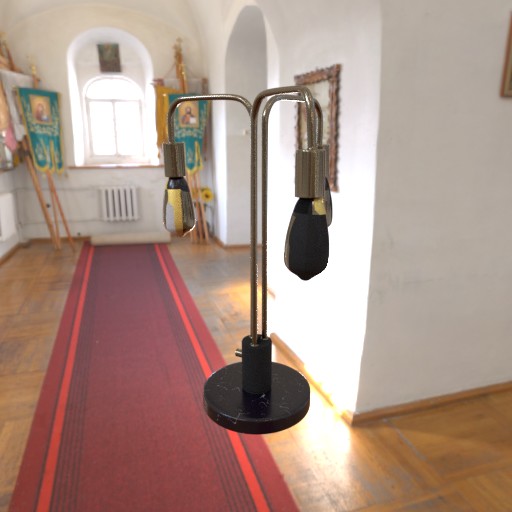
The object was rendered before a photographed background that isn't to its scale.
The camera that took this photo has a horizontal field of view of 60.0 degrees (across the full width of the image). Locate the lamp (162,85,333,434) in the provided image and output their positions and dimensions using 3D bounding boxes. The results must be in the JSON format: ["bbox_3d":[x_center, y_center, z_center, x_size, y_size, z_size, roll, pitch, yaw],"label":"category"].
[{"bbox_3d":[0.000,0.000,0.812,0.368,0.560,0.355,8,18,26],"label":"lamp"}]
